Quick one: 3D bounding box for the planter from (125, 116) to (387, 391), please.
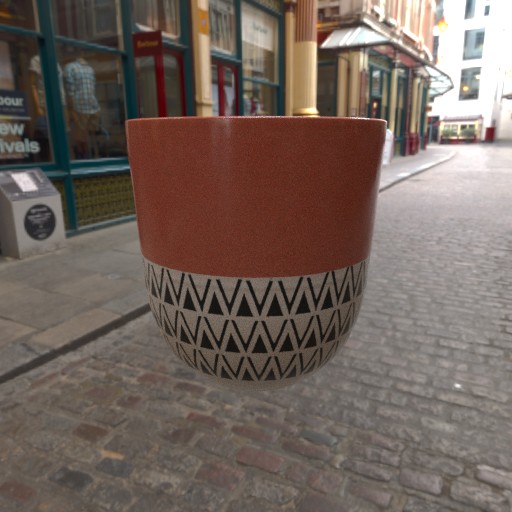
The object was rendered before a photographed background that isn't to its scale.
[{"bbox_3d":[0.000,0.000,0.369,0.195,0.214,0.195,0,15,0],"label":"planter"}]
